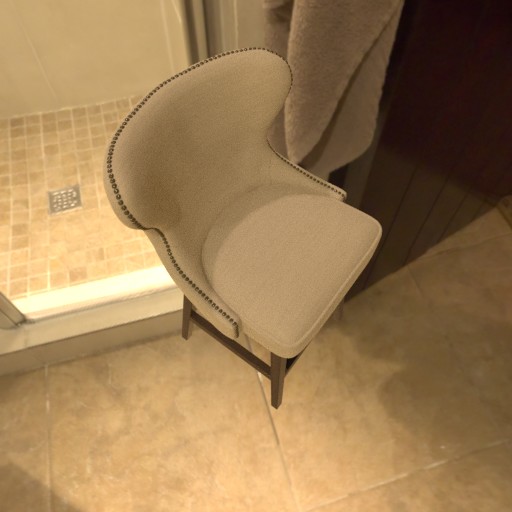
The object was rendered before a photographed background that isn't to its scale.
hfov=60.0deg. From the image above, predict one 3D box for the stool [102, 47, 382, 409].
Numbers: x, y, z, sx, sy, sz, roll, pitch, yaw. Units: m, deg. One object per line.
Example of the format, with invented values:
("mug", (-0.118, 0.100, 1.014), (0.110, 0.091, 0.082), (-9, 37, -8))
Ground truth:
("stool", (0.000, 0.000, 1.355), (0.597, 0.972, 0.615), (32, 63, 19))
